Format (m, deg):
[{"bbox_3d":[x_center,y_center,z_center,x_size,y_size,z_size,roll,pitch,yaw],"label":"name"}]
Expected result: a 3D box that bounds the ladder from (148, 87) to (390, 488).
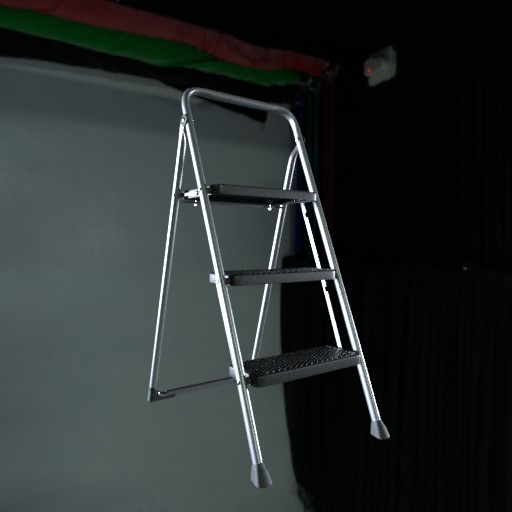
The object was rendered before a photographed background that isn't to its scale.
[{"bbox_3d":[0.000,0.000,1.281,0.430,0.945,0.629,-1,2,-36],"label":"ladder"}]
